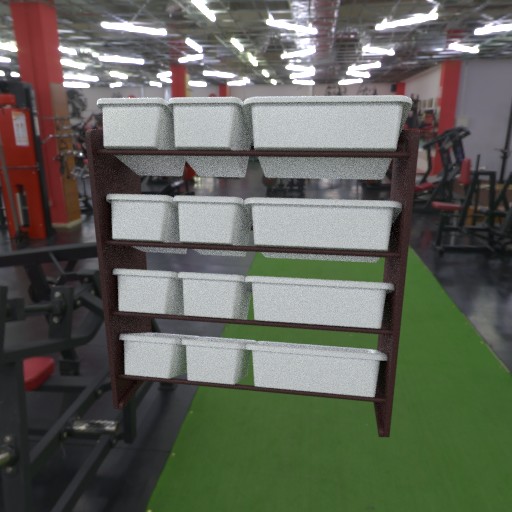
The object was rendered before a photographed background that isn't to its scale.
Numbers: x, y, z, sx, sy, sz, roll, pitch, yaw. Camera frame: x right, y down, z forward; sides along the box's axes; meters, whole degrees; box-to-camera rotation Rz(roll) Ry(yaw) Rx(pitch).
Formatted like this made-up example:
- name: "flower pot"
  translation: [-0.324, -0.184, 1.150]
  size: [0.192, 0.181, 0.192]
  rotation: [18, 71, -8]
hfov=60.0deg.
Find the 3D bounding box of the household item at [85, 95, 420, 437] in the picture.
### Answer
- name: "household item"
  translation: [0.000, 0.000, 1.303]
  size: [0.787, 0.864, 0.389]
  rotation: [3, 17, 9]
